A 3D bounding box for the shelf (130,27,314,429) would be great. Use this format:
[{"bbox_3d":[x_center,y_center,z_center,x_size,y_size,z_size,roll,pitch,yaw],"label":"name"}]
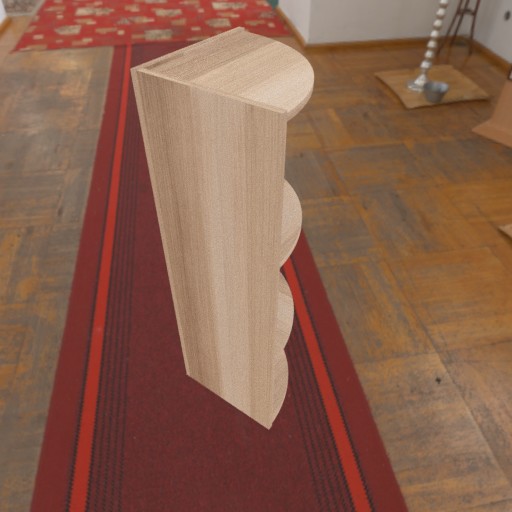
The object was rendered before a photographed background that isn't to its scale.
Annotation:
[{"bbox_3d":[0.000,0.000,1.029,0.290,0.872,0.290,25,48,25],"label":"shelf"}]
